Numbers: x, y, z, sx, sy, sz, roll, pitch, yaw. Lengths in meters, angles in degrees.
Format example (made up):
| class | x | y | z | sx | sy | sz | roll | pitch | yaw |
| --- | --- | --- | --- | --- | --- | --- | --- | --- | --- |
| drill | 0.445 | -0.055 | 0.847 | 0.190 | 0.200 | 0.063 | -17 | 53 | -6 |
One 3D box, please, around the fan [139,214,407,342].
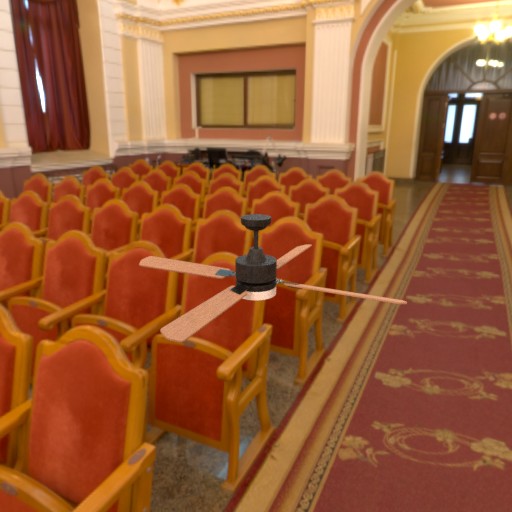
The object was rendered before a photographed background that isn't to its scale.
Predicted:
| class | x | y | z | sx | sy | sz | roll | pitch | yaw |
| --- | --- | --- | --- | --- | --- | --- | --- | --- | --- |
| fan | 0.000 | 0.000 | 1.991 | 1.320 | 0.355 | 1.320 | 8 | 18 | 25 |
